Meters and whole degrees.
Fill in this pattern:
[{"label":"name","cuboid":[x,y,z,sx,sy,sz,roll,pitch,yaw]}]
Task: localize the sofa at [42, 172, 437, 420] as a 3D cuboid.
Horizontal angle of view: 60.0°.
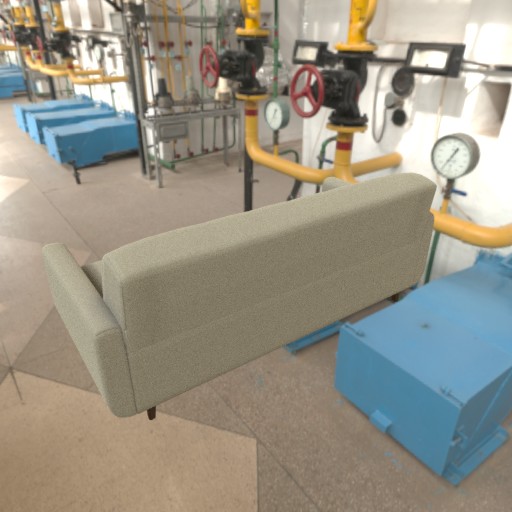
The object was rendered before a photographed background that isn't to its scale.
[{"label":"sofa","cuboid":[0.000,0.000,2.622,2.137,0.892,0.980,-18,33,-30]}]
